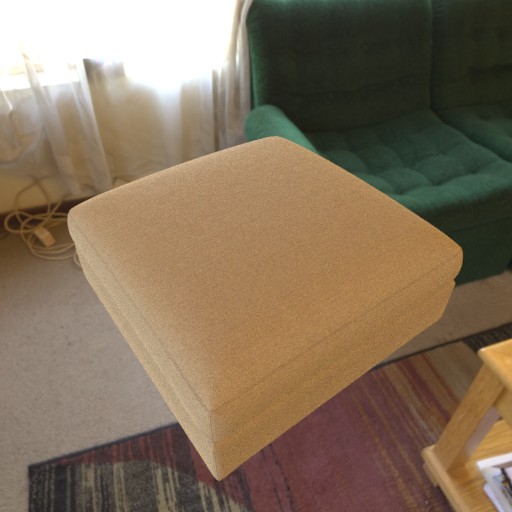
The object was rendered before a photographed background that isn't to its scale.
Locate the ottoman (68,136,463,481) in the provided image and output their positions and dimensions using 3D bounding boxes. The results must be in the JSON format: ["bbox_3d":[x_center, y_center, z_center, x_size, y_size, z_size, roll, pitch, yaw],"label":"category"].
[{"bbox_3d":[0.000,0.000,1.628,1.041,0.470,1.041,-26,48,-26],"label":"ottoman"}]
